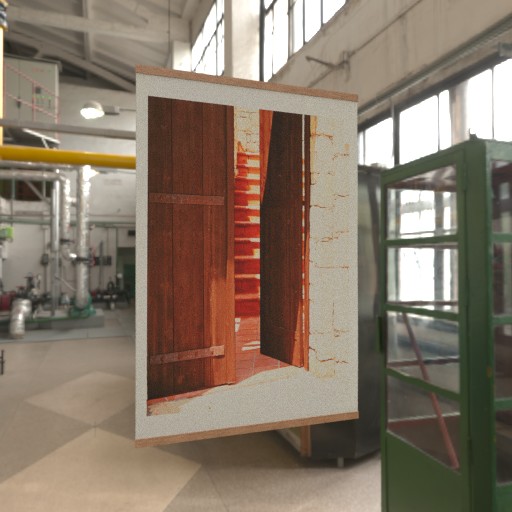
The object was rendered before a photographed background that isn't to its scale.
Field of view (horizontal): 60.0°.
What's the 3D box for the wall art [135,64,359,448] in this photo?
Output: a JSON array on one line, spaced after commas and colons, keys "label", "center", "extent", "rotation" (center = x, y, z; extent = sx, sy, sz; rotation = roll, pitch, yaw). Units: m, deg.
[{"label": "wall art", "center": [0.000, 0.000, 1.929], "extent": [1.019, 1.527, 0.019], "rotation": [0, 0, -19]}]
